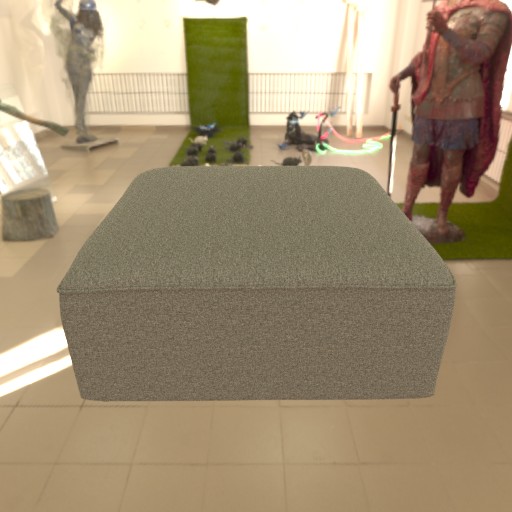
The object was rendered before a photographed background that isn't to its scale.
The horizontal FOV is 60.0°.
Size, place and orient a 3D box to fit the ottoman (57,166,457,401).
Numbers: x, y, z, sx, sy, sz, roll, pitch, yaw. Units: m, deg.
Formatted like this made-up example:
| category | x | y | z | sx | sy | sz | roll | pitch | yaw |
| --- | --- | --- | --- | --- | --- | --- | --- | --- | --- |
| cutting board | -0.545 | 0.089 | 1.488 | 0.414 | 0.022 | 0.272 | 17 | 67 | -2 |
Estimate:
| category | x | y | z | sx | sy | sz | roll | pitch | yaw |
| --- | --- | --- | --- | --- | --- | --- | --- | --- | --- |
| ottoman | 0.000 | 0.000 | 1.601 | 1.015 | 0.464 | 1.005 | 0 | 27 | -1 |
